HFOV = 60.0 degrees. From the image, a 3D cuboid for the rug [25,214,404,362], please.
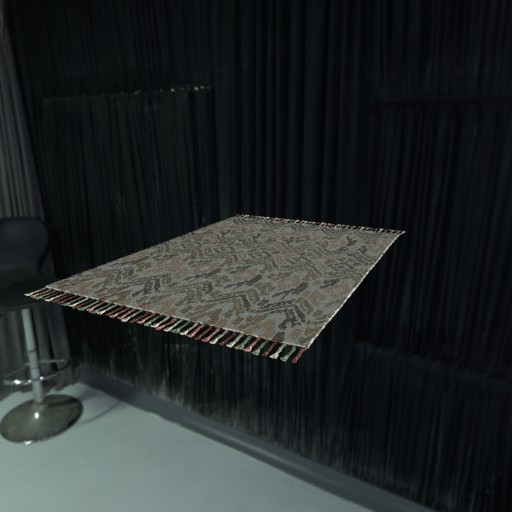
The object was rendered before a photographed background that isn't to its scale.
[{"bbox_3d":[0.000,0.000,2.314,1.219,0.008,1.829,8,19,26],"label":"rug"}]
